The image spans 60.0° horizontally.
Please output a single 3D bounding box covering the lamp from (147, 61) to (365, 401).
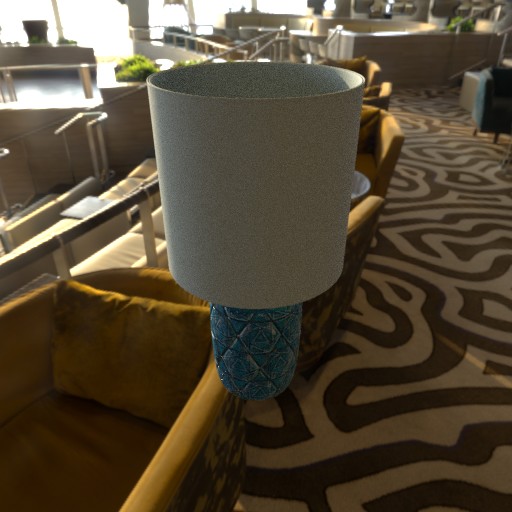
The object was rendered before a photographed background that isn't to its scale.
[{"bbox_3d":[0.000,0.000,0.496,0.193,0.377,0.193,11,33,17],"label":"lamp"}]
